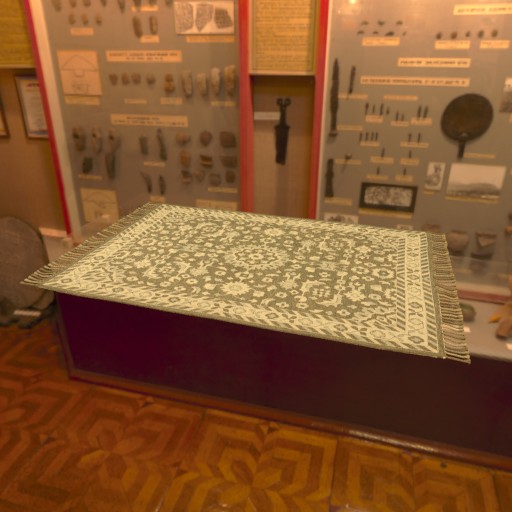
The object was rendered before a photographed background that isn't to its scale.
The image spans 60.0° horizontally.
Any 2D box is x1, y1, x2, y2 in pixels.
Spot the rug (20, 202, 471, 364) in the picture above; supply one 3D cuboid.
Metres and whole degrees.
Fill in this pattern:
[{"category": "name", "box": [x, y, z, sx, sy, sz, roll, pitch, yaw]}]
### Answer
[{"category": "rug", "box": [0.000, 0.000, 2.899, 2.431, 0.025, 1.530, 8, 27, 15]}]
